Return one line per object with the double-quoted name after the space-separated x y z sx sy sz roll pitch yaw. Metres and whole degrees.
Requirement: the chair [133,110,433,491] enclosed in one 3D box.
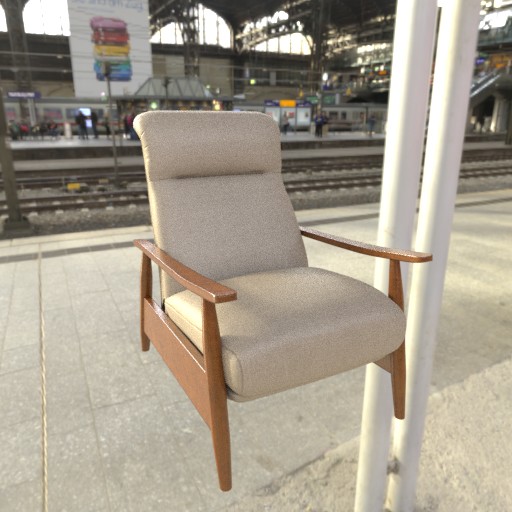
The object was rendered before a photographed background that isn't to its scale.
0.000 0.000 1.717 0.762 1.082 1.032 -9 19 -27 "chair"
